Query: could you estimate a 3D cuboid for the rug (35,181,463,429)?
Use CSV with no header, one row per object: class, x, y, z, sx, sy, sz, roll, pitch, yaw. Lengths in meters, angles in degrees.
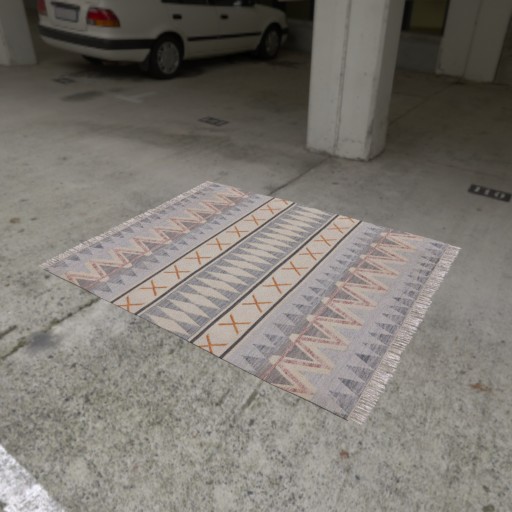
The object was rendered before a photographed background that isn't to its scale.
rug,0.000,0.000,3.931,3.000,0.012,2.371,19,36,28
